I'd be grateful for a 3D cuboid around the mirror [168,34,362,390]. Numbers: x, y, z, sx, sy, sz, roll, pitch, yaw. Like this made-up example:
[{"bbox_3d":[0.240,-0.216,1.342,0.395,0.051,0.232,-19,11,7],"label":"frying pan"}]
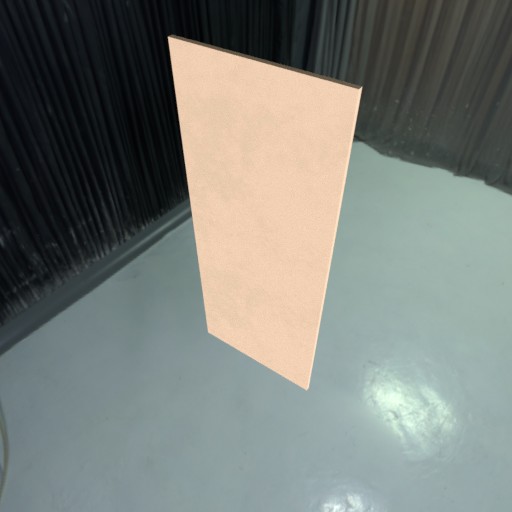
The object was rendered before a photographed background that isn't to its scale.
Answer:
[{"bbox_3d":[0.000,0.000,2.319,0.812,2.031,0.026,26,51,23],"label":"mirror"}]
